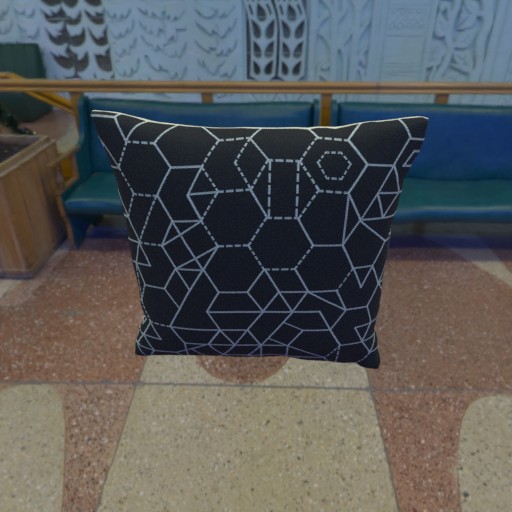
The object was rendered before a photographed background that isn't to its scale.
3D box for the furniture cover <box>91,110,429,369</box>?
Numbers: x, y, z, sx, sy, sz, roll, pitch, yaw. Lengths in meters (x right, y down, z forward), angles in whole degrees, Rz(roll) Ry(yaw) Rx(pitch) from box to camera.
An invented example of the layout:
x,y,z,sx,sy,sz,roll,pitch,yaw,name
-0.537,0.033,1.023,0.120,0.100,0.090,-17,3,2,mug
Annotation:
x,y,z,sx,sy,sz,roll,pitch,yaw,name
0.000,0.000,0.805,0.517,0.508,0.158,2,31,3,furniture cover
